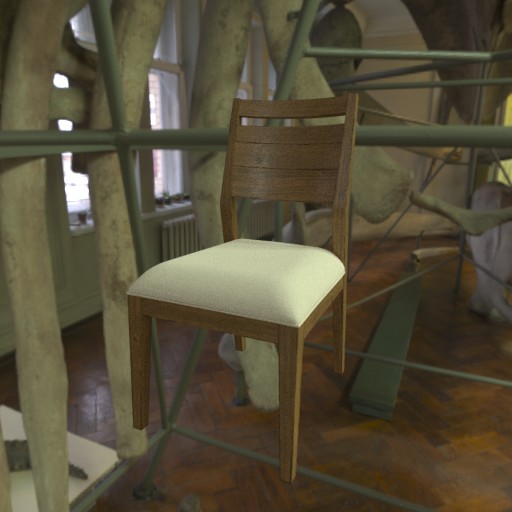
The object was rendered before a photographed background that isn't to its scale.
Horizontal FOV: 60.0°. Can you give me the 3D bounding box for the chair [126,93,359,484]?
[{"bbox_3d":[0.000,0.000,1.319,0.497,0.939,0.610,7,17,25],"label":"chair"}]
